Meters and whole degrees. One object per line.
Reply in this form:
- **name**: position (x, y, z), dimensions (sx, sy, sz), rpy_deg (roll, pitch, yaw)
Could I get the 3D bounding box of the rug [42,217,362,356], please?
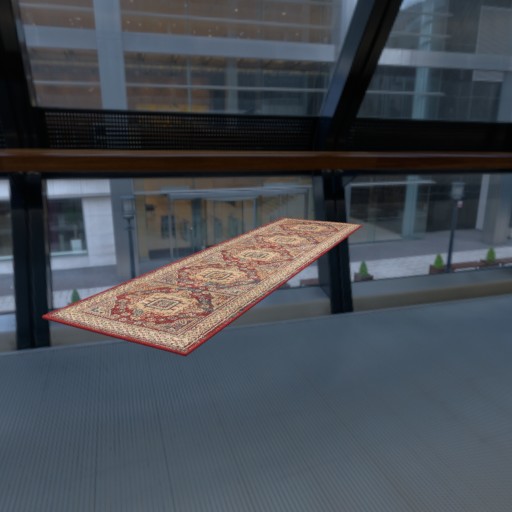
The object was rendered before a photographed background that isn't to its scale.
- **rug**: position (0.000, 0.000, 2.516), dimensions (0.659, 0.015, 2.292), rpy_deg (8, 17, 26)
